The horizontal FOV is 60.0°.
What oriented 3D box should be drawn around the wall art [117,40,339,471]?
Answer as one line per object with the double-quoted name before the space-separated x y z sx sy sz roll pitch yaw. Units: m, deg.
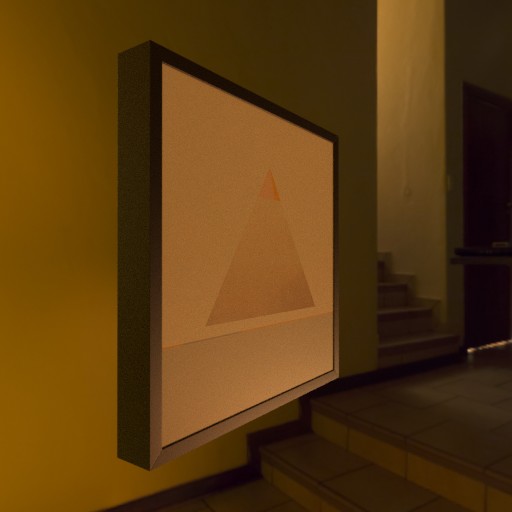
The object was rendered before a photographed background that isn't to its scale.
"wall art" 0.000 0.000 0.445 0.037 0.303 0.304 0 0 36
